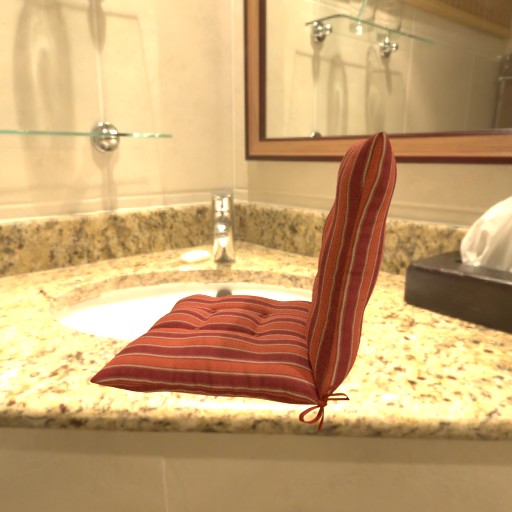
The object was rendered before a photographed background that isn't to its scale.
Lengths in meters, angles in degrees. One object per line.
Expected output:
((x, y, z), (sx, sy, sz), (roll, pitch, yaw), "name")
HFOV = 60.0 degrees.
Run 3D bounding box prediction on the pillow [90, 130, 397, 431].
((0.000, 0.000, 1.026), (0.585, 0.536, 0.541), (2, 14, 10), "pillow")
